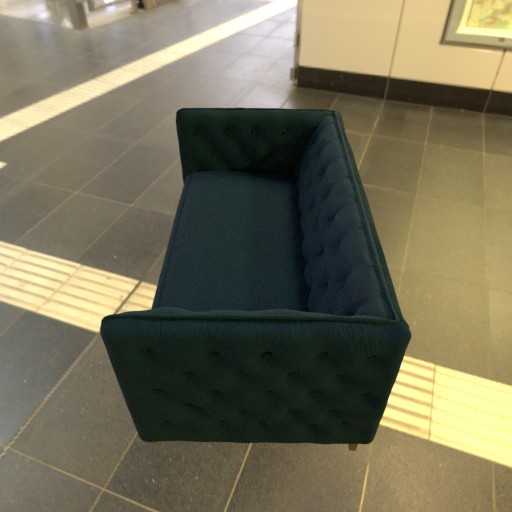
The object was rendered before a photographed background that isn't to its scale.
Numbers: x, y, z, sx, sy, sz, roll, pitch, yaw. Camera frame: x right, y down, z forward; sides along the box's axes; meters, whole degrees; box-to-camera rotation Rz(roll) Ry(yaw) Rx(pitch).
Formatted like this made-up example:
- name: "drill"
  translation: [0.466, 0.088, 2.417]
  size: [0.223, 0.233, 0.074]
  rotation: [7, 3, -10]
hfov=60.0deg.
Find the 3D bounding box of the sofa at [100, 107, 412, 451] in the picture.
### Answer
- name: "sofa"
  translation: [0.000, 0.000, 2.058]
  size: [0.909, 0.810, 1.583]
  rotation: [1, 41, 1]
